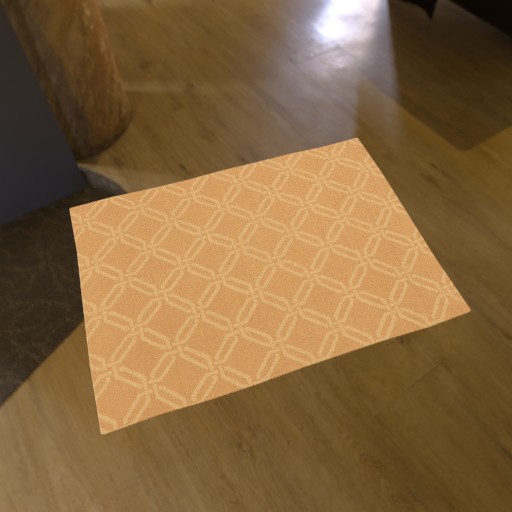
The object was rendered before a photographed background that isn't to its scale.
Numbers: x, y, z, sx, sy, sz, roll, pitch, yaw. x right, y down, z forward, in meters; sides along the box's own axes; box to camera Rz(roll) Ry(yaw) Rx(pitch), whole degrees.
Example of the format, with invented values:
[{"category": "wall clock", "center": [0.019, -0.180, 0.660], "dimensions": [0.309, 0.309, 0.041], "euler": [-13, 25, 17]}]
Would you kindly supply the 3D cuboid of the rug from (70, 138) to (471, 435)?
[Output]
[{"category": "rug", "center": [0.000, 0.000, 2.756], "dimensions": [2.135, 0.013, 1.524], "euler": [-16, 59, -10]}]
